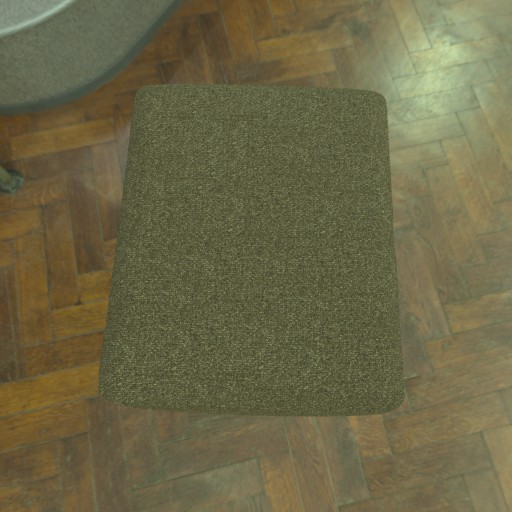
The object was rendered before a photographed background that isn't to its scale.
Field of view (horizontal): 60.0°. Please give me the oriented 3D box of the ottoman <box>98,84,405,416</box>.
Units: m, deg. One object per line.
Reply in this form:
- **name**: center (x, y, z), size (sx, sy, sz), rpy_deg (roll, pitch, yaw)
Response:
- **ottoman**: center (0.000, 0.000, 1.106), size (0.598, 0.476, 0.742), rpy_deg (2, 73, 1)
